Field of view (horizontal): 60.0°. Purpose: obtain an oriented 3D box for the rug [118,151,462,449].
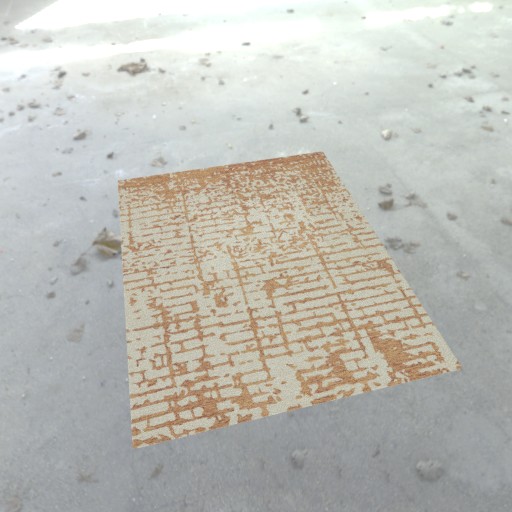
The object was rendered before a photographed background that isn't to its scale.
[{"bbox_3d":[0.000,0.000,4.160,2.441,0.011,3.050,-10,47,-10],"label":"rug"}]
